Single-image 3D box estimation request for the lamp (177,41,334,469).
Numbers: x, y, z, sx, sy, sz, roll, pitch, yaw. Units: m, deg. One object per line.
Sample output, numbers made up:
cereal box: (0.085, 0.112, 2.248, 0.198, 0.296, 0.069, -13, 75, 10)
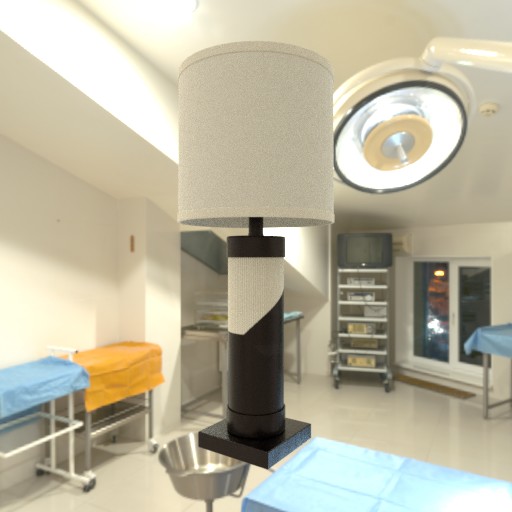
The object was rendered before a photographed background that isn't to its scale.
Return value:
lamp: (0.000, 0.000, 0.604, 0.211, 0.509, 0.211, 0, 0, 35)
